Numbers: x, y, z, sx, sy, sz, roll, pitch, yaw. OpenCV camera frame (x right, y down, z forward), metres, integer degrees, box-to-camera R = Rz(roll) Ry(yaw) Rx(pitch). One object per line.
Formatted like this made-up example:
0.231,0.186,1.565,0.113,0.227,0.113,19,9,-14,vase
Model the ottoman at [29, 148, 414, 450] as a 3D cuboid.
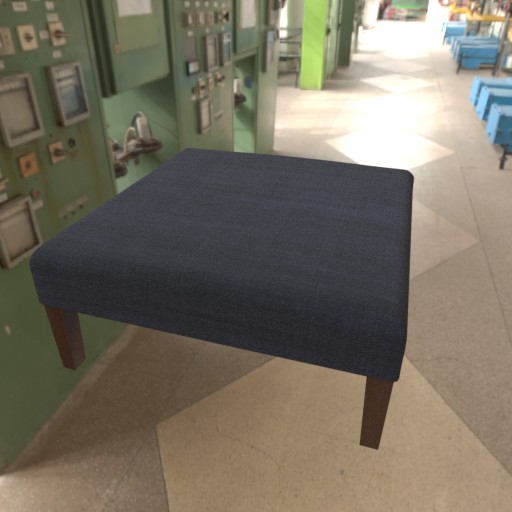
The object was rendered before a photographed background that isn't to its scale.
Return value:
0.000,0.000,1.390,0.890,0.411,0.889,9,32,15,ottoman
